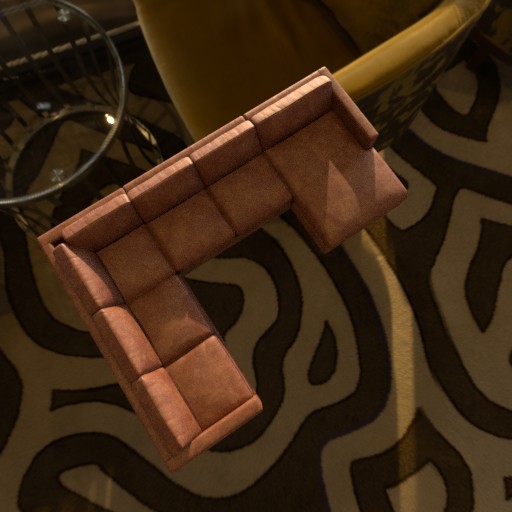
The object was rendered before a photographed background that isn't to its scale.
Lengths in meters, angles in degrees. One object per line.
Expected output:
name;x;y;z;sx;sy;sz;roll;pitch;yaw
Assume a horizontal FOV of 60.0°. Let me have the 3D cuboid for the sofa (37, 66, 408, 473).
sofa;0.000;0.000;4.405;3.324;0.888;2.452;-33;79;-7
